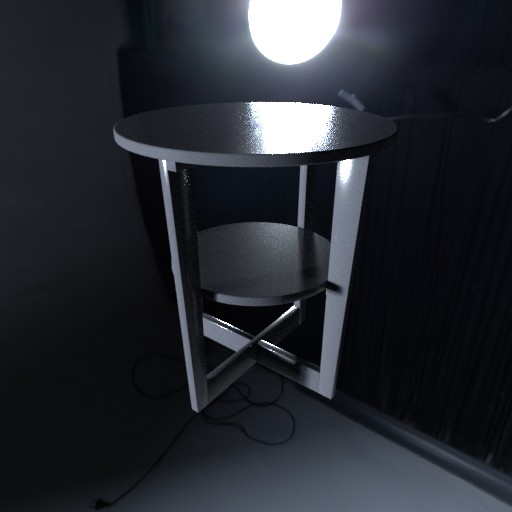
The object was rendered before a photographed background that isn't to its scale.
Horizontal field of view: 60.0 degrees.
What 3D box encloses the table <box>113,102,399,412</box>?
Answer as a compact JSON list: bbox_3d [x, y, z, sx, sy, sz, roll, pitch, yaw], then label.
[{"bbox_3d":[0.000,0.000,0.930,0.500,0.550,0.500,0,27,0],"label":"table"}]
